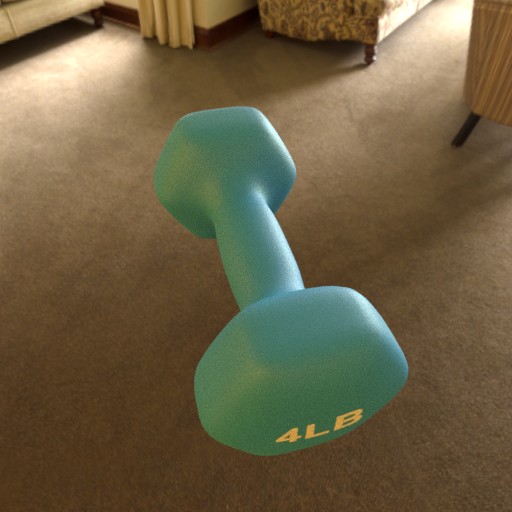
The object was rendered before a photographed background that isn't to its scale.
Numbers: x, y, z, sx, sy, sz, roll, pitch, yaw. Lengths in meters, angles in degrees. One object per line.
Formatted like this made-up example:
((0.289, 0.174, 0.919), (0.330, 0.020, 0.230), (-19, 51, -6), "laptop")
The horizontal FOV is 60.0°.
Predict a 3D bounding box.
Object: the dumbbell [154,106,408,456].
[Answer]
((0.000, 0.000, 0.188), (0.074, 0.066, 0.152), (-11, 48, -10), "dumbbell")
